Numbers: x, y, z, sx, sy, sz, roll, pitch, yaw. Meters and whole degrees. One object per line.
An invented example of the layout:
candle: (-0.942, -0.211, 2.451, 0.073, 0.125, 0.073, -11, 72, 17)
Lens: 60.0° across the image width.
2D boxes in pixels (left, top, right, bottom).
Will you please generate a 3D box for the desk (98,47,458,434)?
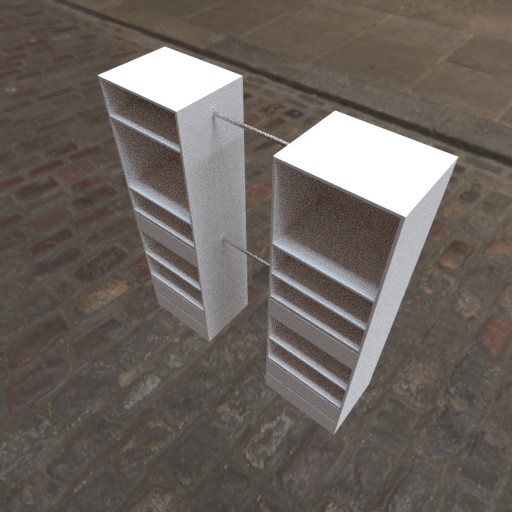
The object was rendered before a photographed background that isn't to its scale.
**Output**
desk: (0.000, 0.000, 2.821, 1.770, 2.000, 0.480, 31, 54, 26)
